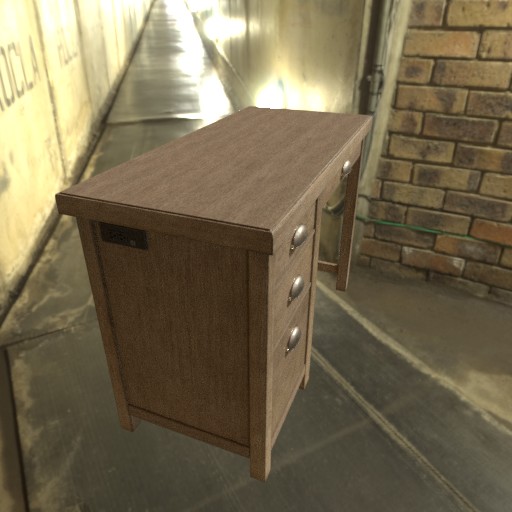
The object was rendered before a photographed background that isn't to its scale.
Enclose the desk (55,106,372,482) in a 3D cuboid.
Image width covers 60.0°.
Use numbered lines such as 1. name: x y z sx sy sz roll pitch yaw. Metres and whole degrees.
1. desk: 0.000 0.000 1.794 0.610 0.912 1.289 11 31 19
